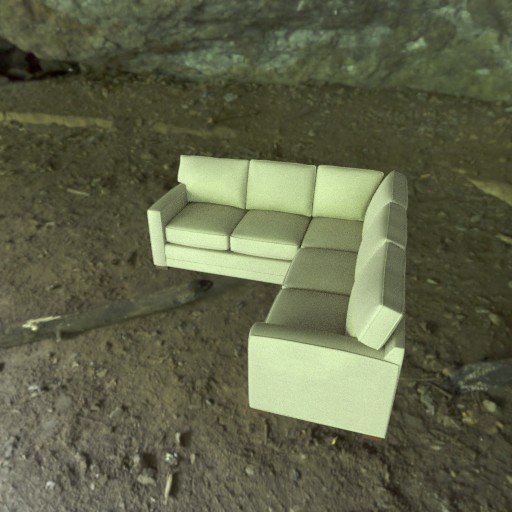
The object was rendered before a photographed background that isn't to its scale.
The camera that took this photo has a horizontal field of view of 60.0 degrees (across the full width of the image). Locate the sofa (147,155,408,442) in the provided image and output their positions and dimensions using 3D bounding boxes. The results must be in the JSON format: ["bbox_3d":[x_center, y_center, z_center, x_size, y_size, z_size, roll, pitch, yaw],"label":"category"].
[{"bbox_3d":[0.000,0.000,3.473,2.182,0.939,2.189,8,31,14],"label":"sofa"}]
